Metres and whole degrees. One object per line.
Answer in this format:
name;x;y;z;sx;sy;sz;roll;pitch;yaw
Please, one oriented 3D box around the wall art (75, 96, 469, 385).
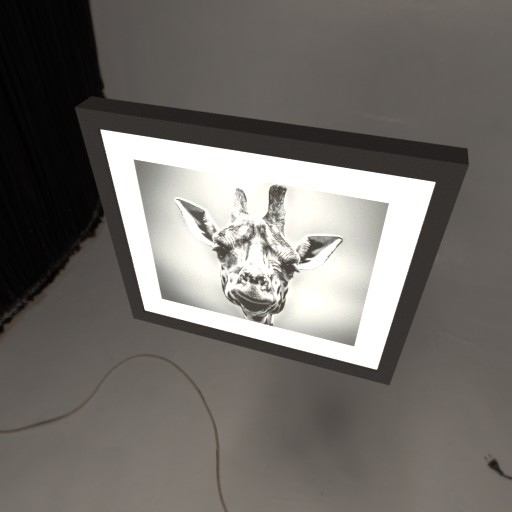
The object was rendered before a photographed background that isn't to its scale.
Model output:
wall art;0.000;0.000;0.531;0.381;0.330;0.031;12;43;13
